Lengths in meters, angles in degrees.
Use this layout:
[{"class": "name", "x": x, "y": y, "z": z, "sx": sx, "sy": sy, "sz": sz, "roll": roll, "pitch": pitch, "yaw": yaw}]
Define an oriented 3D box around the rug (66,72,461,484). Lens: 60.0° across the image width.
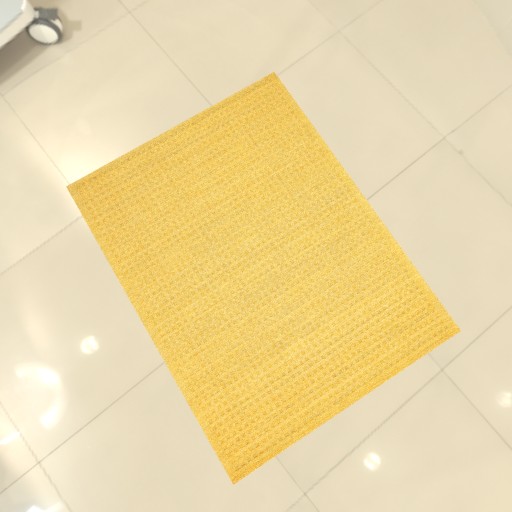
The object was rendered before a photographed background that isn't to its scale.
[{"class": "rug", "x": 0.000, "y": 0.000, "z": 4.304, "sx": 2.486, "sy": 0.015, "sz": 3.242, "roll": -31, "pitch": 79, "yaw": -7}]
